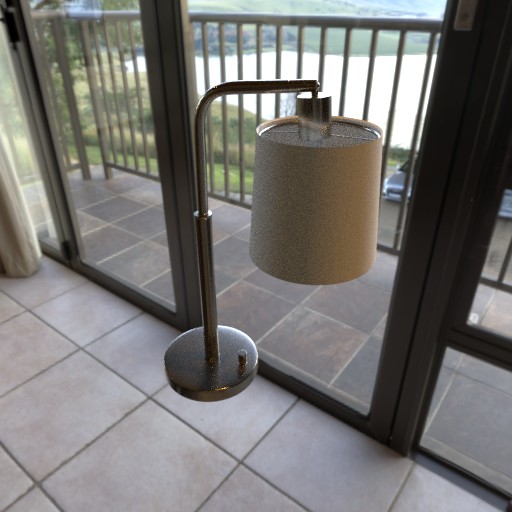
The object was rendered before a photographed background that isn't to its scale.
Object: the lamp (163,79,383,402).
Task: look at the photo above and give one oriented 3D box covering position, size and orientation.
[{"bbox_3d":[0.000,0.000,0.642,0.333,0.489,0.171,10,32,16],"label":"lamp"}]
